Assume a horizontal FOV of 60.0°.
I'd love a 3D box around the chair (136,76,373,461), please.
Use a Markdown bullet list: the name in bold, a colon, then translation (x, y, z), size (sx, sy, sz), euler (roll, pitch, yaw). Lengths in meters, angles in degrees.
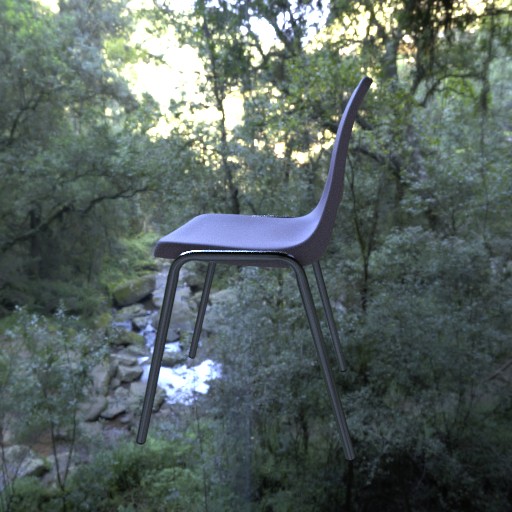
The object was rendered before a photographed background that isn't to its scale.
- **chair**: translation (0.000, 0.000, 0.949), size (0.436, 0.704, 0.381), euler (2, 15, 8)
